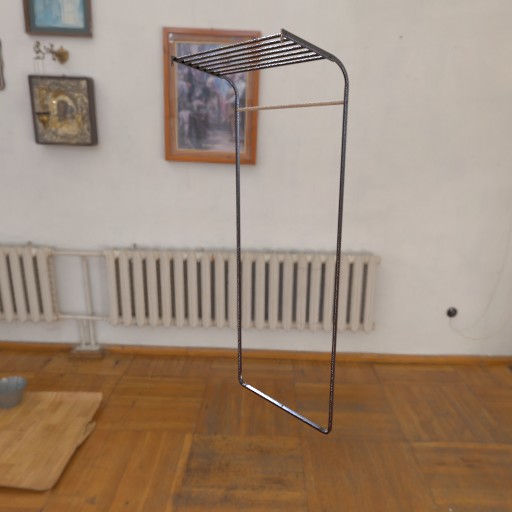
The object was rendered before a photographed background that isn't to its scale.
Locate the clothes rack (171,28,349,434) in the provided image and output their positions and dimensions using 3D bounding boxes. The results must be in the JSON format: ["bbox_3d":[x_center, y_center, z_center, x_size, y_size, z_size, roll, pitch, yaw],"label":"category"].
[{"bbox_3d":[0.000,0.000,1.842,0.349,1.574,0.609,-13,20,-42],"label":"clothes rack"}]
